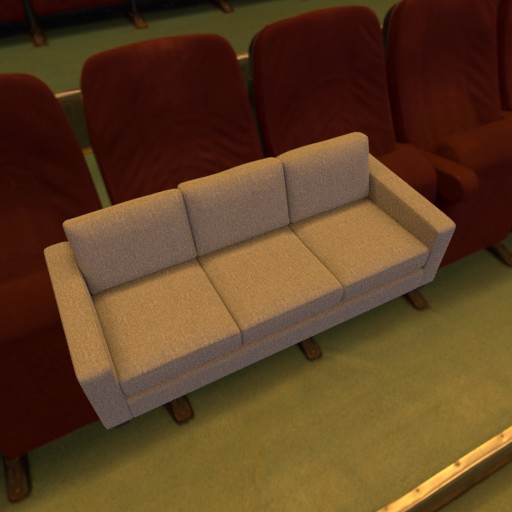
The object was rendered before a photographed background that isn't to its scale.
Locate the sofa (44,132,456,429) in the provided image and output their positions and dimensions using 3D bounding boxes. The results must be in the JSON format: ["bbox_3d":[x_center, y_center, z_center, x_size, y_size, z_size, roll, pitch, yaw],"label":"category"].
[{"bbox_3d":[0.000,0.000,2.548,2.120,0.800,0.900,-20,49,-19],"label":"sofa"}]
